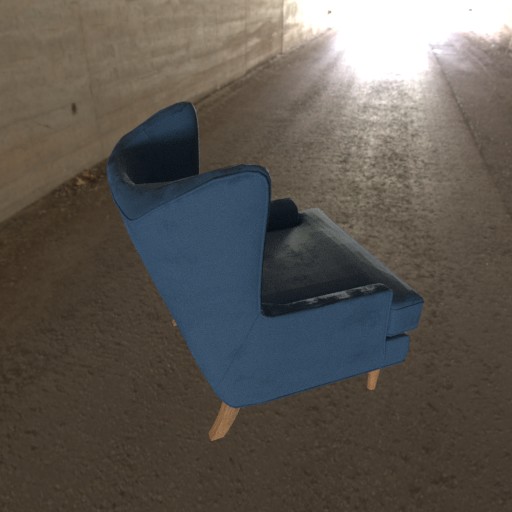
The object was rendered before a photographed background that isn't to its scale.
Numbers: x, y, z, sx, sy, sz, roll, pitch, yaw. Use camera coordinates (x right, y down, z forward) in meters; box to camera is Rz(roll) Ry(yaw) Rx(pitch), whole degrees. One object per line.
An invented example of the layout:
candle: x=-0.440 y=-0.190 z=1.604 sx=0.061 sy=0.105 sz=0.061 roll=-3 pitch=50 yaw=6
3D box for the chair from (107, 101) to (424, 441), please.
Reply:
chair: x=0.000 y=0.000 z=1.594 sx=0.910 sy=0.952 sz=0.793 roll=-11 pitch=32 yaw=-17
